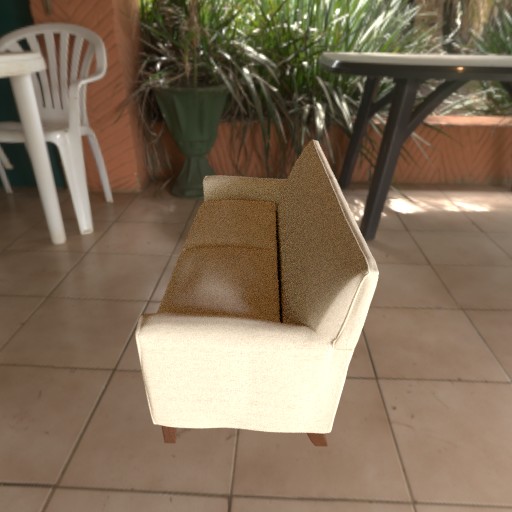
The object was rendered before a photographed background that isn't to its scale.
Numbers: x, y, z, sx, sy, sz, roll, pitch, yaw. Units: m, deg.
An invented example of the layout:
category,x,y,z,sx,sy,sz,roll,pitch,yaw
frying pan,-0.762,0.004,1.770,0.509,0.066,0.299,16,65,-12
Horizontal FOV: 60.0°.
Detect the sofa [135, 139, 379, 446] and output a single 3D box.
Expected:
category,x,y,z,sx,sy,sz,roll,pitch,yaw
sofa,0.000,0.000,2.488,0.841,0.907,2.001,1,26,1
